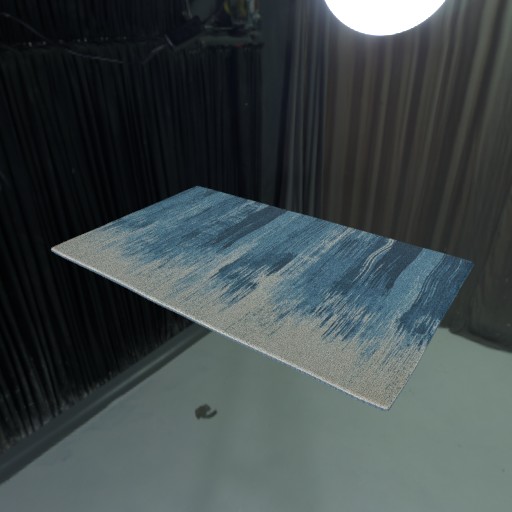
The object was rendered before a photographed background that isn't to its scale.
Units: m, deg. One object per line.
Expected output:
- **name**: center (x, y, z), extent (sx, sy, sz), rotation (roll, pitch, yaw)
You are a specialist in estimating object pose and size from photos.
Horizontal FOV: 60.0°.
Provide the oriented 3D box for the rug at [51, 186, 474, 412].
- **rug**: center (0.000, 0.000, 2.994), extent (2.450, 0.027, 1.540), rotation (19, 35, 31)
